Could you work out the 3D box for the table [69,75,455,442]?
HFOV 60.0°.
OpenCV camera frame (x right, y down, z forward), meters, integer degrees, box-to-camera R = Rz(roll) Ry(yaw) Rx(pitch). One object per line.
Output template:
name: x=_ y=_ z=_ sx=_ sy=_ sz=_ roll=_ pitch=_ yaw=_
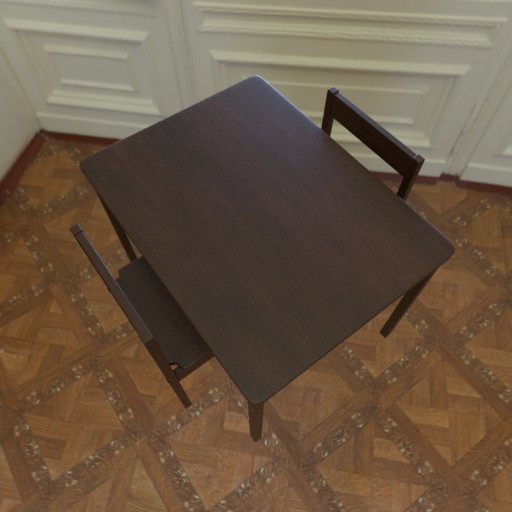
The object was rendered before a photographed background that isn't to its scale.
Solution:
table: x=0.000 y=0.000 z=1.096 sx=0.672 sy=0.503 sz=0.650 roll=-33 pitch=65 yaw=-18
